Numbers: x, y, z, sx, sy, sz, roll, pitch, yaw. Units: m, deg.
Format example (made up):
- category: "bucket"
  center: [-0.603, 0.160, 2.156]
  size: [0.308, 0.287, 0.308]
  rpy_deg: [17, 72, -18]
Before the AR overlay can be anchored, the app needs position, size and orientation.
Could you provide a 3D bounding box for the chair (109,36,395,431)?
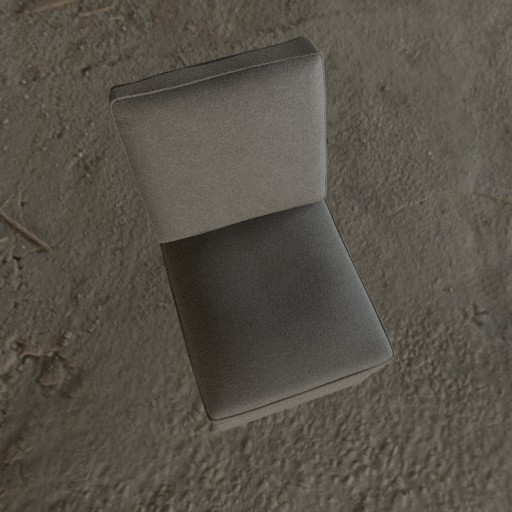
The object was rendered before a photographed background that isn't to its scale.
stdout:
- category: "chair"
  center: [0.000, 0.000, 1.481]
  size: [0.621, 0.970, 0.938]
  rpy_deg: [-17, 66, -8]
